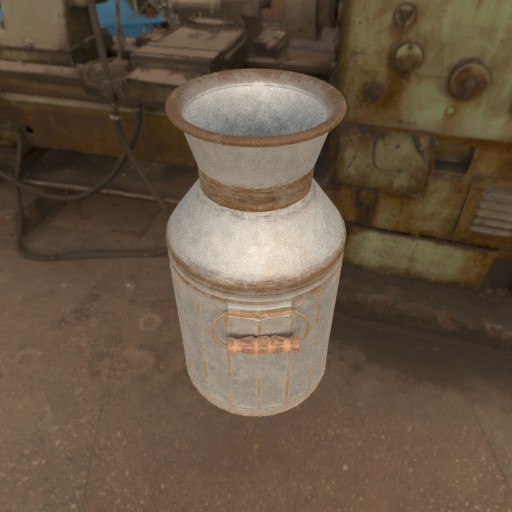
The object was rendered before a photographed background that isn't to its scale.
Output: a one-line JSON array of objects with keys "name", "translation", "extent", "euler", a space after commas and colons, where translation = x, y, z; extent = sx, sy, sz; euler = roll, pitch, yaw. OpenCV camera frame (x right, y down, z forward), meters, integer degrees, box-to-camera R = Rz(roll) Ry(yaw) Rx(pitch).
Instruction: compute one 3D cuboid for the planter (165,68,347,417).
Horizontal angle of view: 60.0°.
[{"name": "planter", "translation": [0.000, 0.000, 0.549], "extent": [0.214, 0.396, 0.245], "euler": [-1, 41, -2]}]
